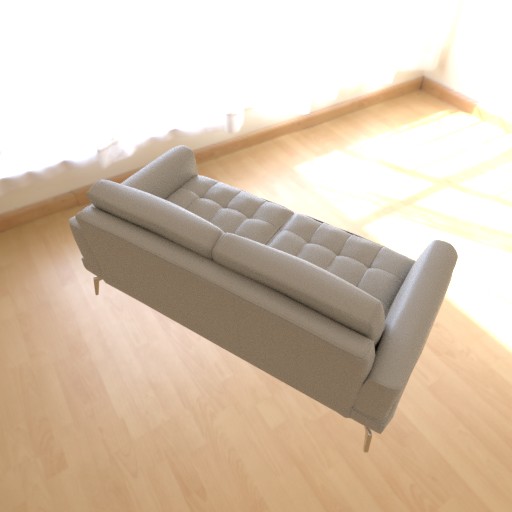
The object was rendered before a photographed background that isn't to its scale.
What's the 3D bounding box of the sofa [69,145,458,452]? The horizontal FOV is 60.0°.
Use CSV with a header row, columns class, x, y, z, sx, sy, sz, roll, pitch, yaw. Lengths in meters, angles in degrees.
class,x,y,z,sx,sy,sz,roll,pitch,yaw
sofa,0.000,0.000,2.752,2.177,0.930,1.121,24,50,22
